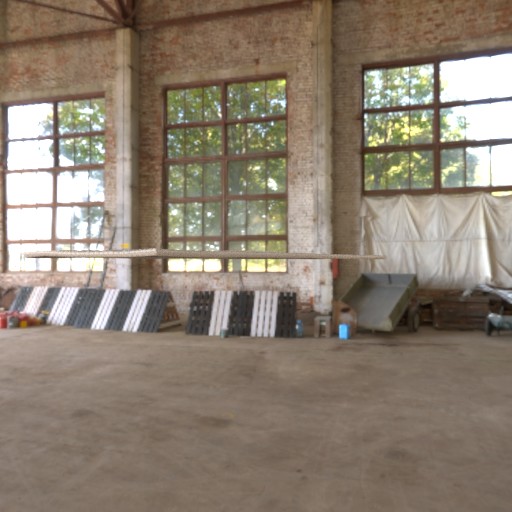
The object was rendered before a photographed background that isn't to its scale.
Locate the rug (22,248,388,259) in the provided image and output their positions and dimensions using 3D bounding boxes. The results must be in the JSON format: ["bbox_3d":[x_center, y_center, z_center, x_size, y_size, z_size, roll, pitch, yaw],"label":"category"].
[{"bbox_3d":[0.000,0.000,2.656,0.832,0.035,2.381,0,-1,34],"label":"rug"}]
